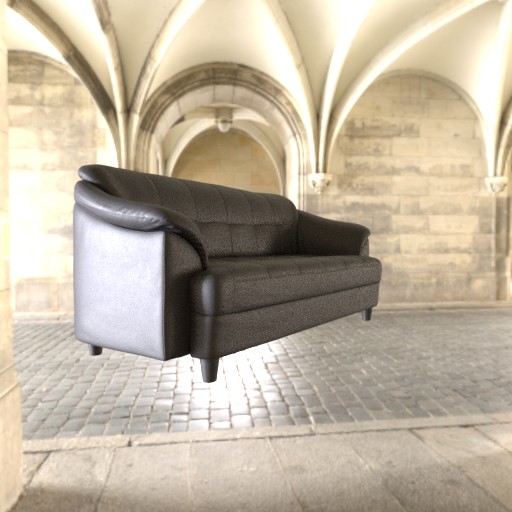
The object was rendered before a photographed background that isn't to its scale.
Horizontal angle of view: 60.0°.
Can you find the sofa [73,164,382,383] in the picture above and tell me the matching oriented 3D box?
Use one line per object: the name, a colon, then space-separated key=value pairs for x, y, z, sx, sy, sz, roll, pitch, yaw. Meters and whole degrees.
sofa: x=0.000 y=0.000 z=2.284 sx=0.800 sy=0.811 sz=1.829 roll=1 pitch=2 yaw=35
